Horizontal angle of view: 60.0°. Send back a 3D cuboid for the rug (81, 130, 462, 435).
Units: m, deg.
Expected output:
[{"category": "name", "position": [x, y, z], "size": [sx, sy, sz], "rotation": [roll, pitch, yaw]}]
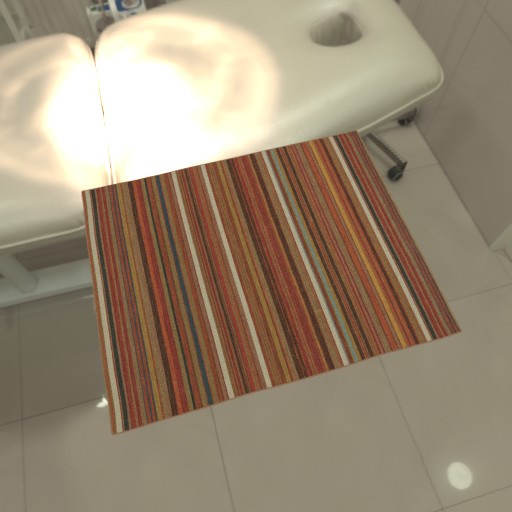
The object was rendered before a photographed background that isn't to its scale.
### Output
[{"category": "rug", "position": [0.000, 0.000, 4.255], "size": [3.092, 0.023, 2.479], "rotation": [-14, 63, -7]}]
